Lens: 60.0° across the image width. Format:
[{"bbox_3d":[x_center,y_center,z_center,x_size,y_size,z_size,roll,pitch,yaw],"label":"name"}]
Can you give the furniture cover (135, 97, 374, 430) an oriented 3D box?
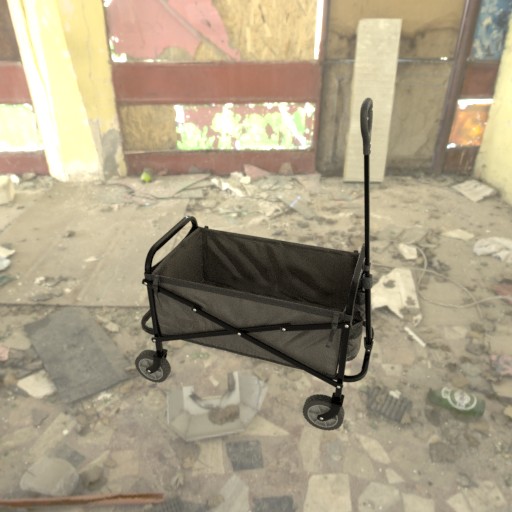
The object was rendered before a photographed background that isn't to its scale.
[{"bbox_3d":[0.000,0.000,1.833,1.038,1.295,0.532,10,32,16],"label":"furniture cover"}]
